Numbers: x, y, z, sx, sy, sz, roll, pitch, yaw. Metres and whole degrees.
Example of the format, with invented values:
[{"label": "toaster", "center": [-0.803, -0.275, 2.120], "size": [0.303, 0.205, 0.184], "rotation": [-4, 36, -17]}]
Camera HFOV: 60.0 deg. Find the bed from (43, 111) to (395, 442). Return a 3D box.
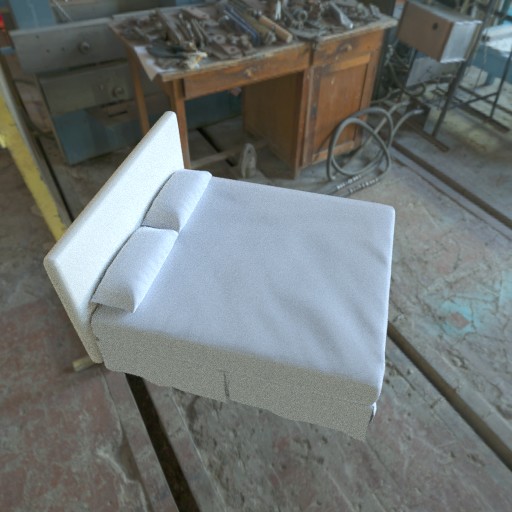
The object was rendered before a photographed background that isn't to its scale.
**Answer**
[{"label": "bed", "center": [0.000, 0.000, 3.746], "size": [2.341, 1.317, 2.119], "rotation": [11, 47, 10]}]
